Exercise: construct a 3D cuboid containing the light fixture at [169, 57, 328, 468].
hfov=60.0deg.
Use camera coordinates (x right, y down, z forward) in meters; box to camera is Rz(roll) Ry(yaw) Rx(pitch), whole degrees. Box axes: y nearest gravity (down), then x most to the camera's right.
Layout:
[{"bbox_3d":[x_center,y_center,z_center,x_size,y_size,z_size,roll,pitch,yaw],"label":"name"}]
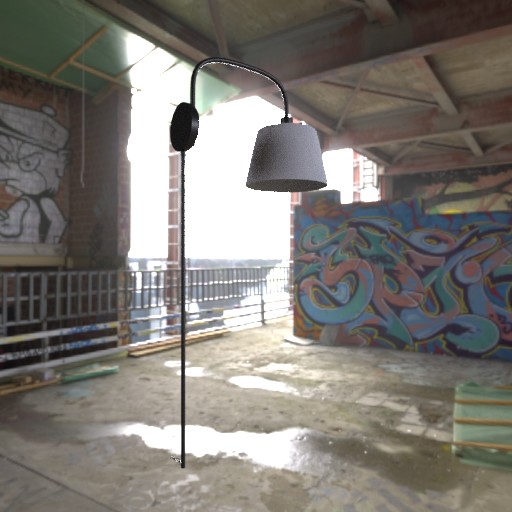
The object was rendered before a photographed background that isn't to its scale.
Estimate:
[{"bbox_3d":[0.000,0.000,0.468,0.176,0.399,0.092,0,0,-36],"label":"light fixture"}]
